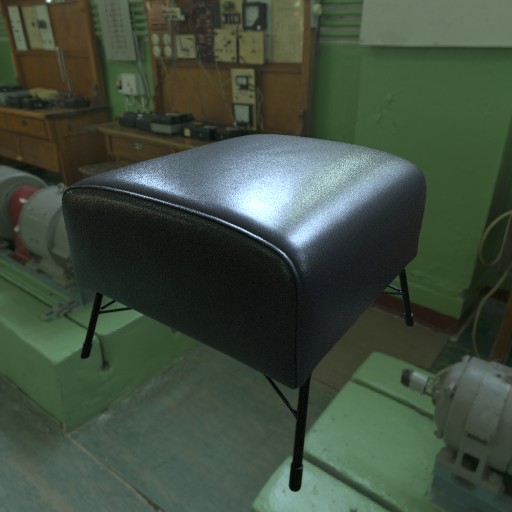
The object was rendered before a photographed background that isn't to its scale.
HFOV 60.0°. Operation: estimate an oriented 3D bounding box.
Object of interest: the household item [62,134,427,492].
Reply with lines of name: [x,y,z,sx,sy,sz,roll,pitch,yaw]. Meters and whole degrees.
household item: [0.000,0.000,0.887,0.530,0.410,0.530,18,31,32]
